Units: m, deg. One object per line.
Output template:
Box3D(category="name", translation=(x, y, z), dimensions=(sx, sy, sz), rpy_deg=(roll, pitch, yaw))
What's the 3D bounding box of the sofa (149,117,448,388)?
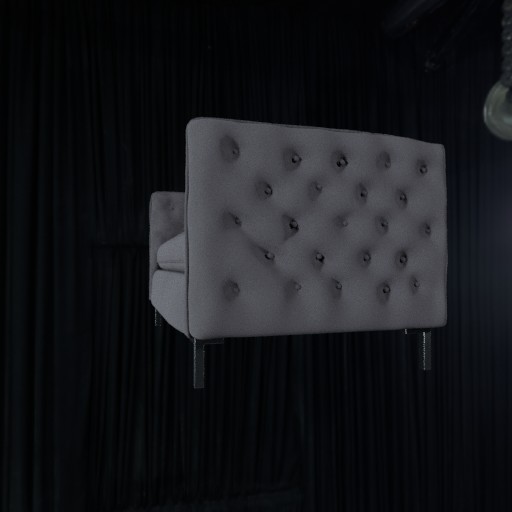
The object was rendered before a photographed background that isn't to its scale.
Box3D(category="sofa", translation=(0.000, 0.000, 2.110), dimensions=(0.909, 0.810, 1.583), rpy_deg=(0, -1, -17))
